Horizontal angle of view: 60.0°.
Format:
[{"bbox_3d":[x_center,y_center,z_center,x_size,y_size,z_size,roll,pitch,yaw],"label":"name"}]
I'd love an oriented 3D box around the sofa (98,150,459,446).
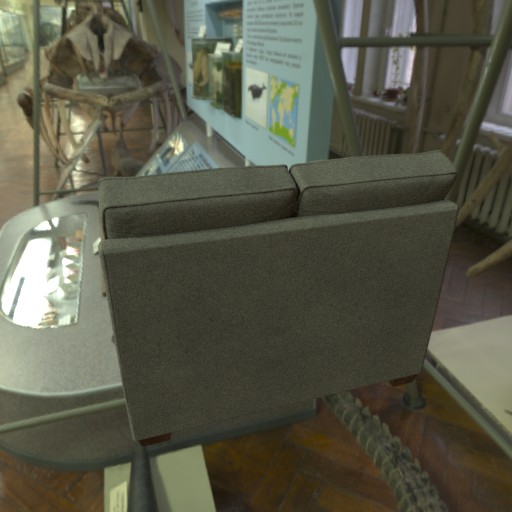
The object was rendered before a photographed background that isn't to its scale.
[{"bbox_3d":[0.000,0.000,1.954,1.237,1.008,0.951,-8,28,-15],"label":"sofa"}]
